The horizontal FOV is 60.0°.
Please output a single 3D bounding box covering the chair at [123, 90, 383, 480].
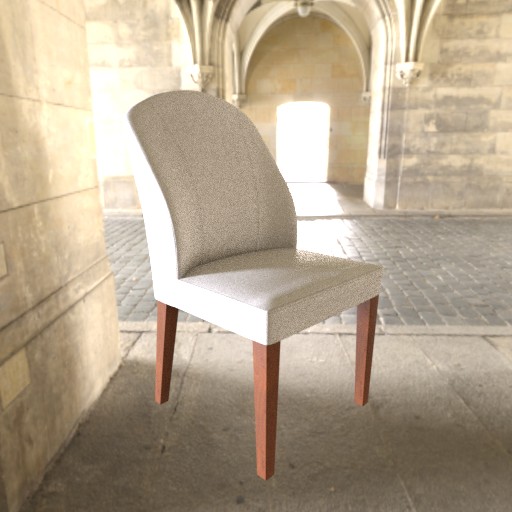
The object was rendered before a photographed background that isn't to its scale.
[{"bbox_3d":[0.000,0.000,1.213,0.540,0.893,0.472,14,20,43],"label":"chair"}]
